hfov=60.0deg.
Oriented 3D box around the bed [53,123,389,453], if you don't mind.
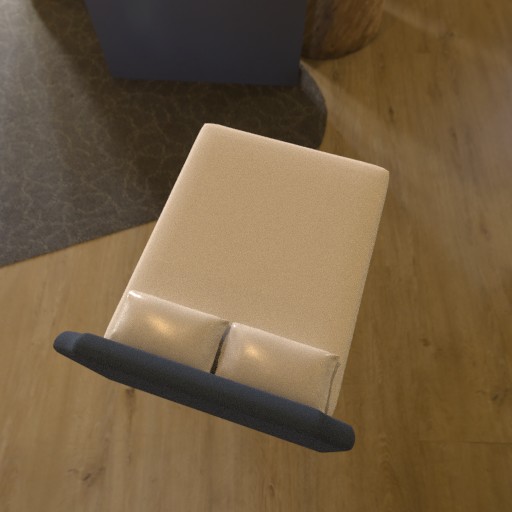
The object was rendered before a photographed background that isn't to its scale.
[{"bbox_3d":[0.000,0.000,3.318,1.831,1.297,2.260,16,67,7],"label":"bed"}]
